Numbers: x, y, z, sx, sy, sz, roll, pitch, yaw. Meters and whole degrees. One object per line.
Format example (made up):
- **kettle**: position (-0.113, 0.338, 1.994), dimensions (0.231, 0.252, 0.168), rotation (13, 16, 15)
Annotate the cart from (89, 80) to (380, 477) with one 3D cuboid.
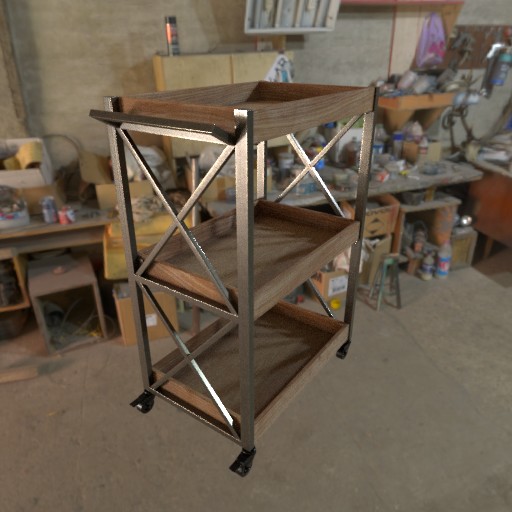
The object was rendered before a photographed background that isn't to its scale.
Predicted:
- **cart**: position (0.000, 0.000, 1.192), dimensions (0.377, 0.835, 0.673), rotation (17, 30, 32)
